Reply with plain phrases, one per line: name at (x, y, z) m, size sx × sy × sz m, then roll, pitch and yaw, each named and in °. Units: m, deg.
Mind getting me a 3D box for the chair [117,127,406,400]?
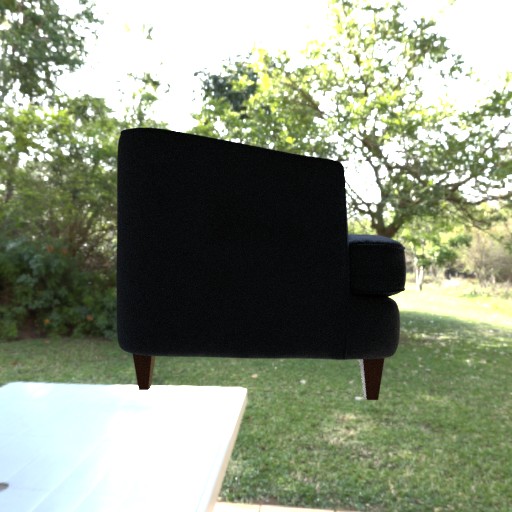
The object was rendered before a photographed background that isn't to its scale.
chair at (0.000, 0.000, 1.807) m, size 0.940 × 0.852 × 1.094 m, roll 0°, pitch 0°, yaw 1°
